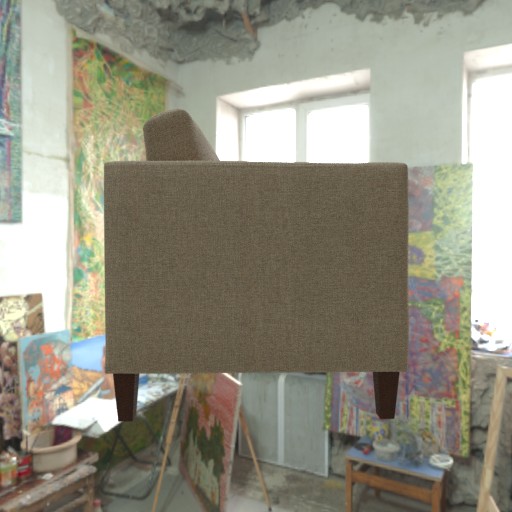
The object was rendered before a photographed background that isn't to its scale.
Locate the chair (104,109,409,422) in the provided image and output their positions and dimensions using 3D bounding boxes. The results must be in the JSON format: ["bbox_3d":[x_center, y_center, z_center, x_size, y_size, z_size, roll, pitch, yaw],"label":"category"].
[{"bbox_3d":[0.000,0.000,1.852,0.959,0.987,1.107,0,2,-1],"label":"chair"}]
